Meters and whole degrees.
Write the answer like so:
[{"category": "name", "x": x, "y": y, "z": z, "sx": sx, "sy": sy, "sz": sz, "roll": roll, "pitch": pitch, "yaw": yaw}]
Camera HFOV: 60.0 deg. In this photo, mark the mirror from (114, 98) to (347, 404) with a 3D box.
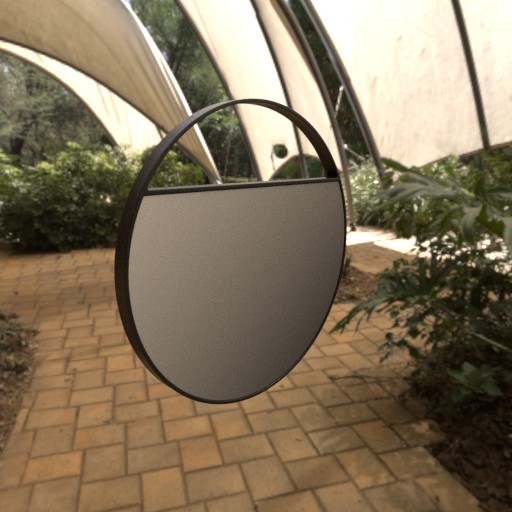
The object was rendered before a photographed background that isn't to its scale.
[{"category": "mirror", "x": 0.000, "y": 0.000, "z": 0.844, "sx": 0.032, "sy": 0.565, "sz": 0.565, "roll": 13, "pitch": 18, "yaw": 43}]
